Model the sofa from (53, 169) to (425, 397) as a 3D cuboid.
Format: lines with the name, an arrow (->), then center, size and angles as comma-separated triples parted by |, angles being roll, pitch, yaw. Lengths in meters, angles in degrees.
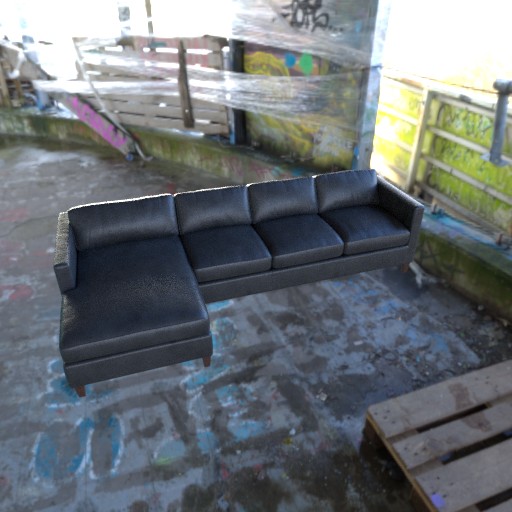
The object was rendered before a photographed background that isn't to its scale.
sofa -> 0.000, 0.000, 3.910 | 3.203, 0.883, 1.581 | -10, 33, -16
